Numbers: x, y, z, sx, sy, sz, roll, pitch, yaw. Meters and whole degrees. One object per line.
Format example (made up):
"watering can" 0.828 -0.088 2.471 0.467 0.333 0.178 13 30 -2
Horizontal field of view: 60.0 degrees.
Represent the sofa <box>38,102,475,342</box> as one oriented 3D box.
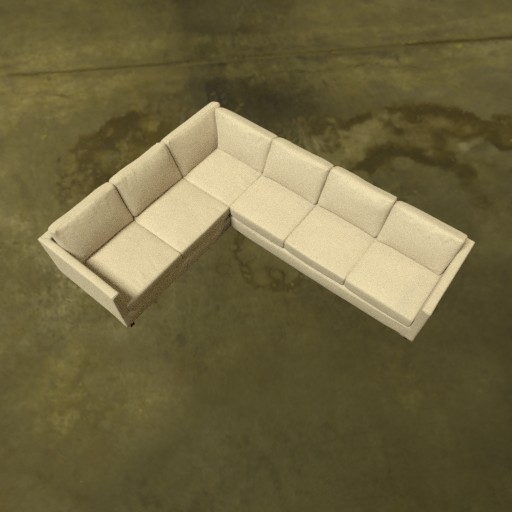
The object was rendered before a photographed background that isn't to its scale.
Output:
"sofa" 0.000 0.000 4.225 3.182 0.863 2.432 33 63 20
